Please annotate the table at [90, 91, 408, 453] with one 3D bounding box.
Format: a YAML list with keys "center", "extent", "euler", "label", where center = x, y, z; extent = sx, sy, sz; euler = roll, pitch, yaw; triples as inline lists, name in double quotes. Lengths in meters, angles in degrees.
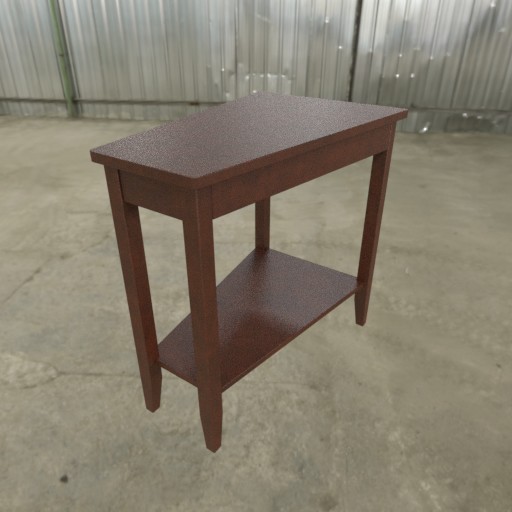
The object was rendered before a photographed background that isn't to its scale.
- center: [0.000, 0.000, 1.001]
  extent: [0.399, 0.589, 0.605]
  euler: [19, 35, 30]
  label: "table"
